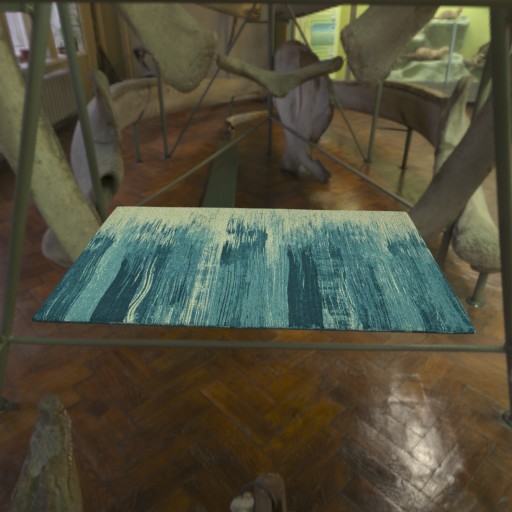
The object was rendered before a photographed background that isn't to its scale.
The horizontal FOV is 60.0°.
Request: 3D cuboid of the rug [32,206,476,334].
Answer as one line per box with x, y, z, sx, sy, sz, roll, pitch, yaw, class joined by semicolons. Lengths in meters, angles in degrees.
0.000;0.000;3.070;2.450;0.027;1.540;1;31;2;rug
